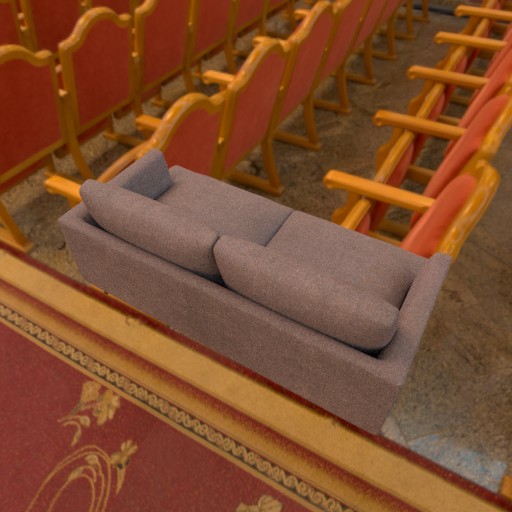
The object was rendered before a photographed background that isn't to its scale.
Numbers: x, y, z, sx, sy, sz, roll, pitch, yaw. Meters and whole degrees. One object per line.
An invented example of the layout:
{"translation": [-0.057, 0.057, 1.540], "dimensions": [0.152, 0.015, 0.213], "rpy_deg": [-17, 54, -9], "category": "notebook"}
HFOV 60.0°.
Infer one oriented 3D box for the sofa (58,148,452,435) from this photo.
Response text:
{"translation": [0.000, 0.000, 2.531], "dimensions": [1.948, 0.868, 1.020], "rpy_deg": [23, 51, 21], "category": "sofa"}
